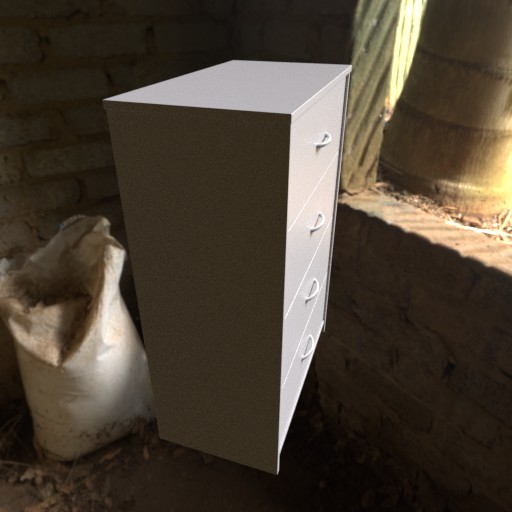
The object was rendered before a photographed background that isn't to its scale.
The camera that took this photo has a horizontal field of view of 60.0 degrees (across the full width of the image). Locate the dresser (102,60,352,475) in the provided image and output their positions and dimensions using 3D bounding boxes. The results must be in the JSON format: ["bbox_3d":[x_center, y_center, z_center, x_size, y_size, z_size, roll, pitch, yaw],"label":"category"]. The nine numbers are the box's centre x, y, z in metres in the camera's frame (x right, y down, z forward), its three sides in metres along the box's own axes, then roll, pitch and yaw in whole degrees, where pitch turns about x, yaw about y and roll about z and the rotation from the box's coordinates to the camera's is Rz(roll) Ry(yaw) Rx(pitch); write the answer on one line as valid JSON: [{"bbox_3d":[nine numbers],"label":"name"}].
[{"bbox_3d":[0.000,0.000,1.362,0.401,1.021,0.704,10,31,16],"label":"dresser"}]
